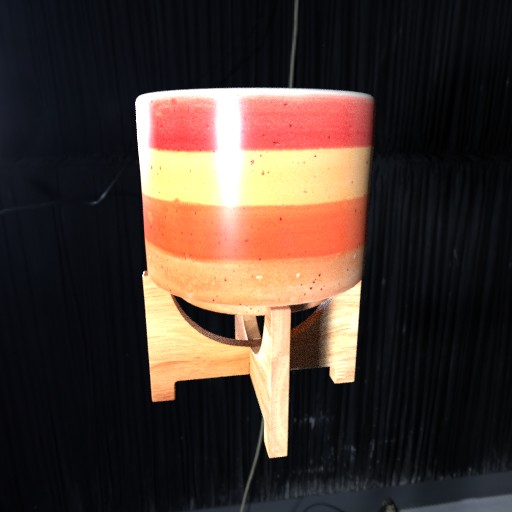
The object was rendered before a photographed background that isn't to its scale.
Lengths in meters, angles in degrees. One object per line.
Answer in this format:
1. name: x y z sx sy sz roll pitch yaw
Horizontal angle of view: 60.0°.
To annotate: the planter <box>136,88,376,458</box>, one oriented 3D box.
1. planter: 0.000 0.000 0.398 0.199 0.268 0.199 0 16 0
